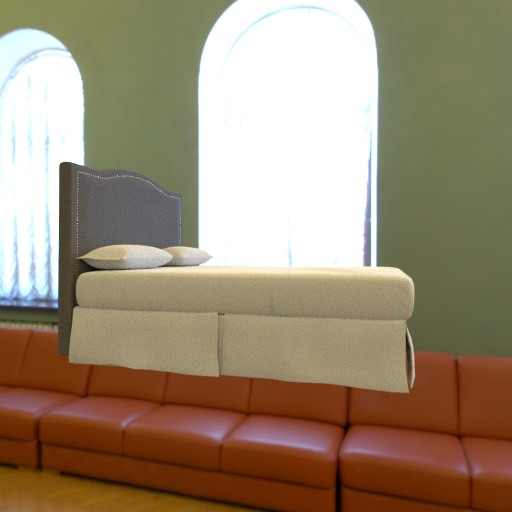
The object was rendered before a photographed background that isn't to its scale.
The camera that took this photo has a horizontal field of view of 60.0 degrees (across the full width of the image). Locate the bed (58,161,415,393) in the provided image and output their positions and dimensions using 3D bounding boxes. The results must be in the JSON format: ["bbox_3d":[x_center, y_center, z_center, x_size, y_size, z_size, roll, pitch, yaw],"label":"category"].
[{"bbox_3d":[0.000,0.000,3.474,2.282,1.436,1.821,0,0,16],"label":"bed"}]
